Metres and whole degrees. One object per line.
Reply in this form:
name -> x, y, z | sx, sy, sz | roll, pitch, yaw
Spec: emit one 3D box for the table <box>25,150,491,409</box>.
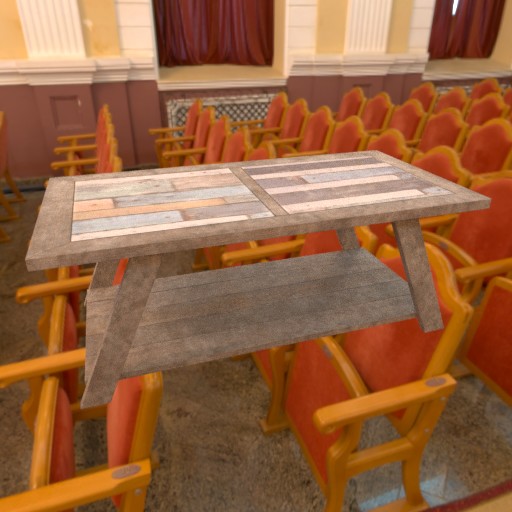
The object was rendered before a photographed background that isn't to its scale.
table -> 0.000, 0.000, 1.463 | 1.219, 0.470, 0.610 | -8, 28, -16
